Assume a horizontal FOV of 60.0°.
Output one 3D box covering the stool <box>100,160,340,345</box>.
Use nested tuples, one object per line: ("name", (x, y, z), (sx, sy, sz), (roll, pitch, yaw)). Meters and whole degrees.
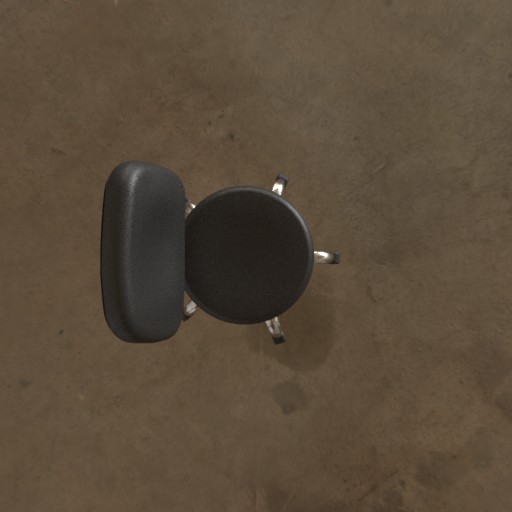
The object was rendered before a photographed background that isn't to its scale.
("stool", (0.000, 0.000, 1.332), (0.648, 0.862, 0.673), (0, 89, 1))
